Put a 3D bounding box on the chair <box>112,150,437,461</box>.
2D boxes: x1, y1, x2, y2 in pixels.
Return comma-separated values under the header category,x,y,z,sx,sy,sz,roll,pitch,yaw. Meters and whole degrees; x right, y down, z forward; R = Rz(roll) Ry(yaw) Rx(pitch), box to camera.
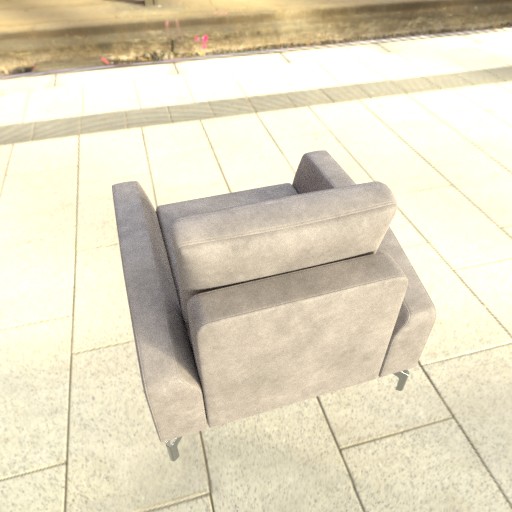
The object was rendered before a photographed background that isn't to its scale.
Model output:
category,x,y,z,sx,sy,sz,roll,pitch,yaw
chair,0.000,0.000,1.578,0.900,0.800,0.900,-12,44,-13
